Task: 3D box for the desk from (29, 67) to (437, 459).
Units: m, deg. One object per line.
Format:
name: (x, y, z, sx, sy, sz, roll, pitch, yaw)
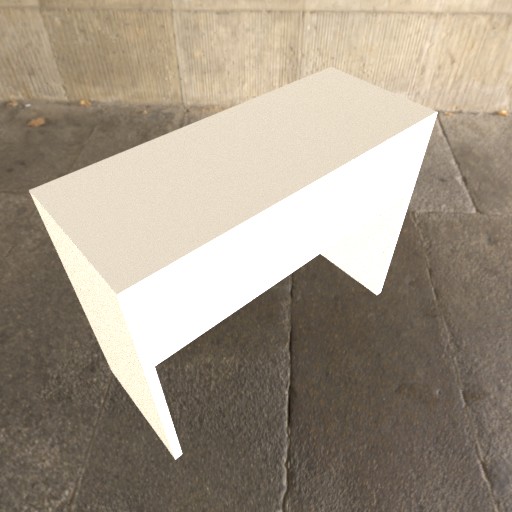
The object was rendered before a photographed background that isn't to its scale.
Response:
desk: (0.000, 0.000, 1.399, 1.000, 0.790, 0.400, -32, 54, -27)
